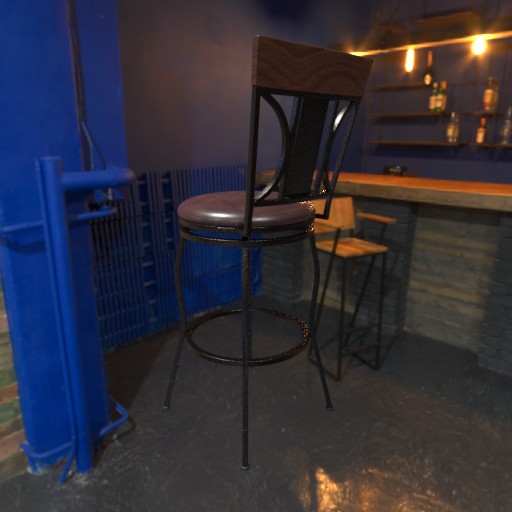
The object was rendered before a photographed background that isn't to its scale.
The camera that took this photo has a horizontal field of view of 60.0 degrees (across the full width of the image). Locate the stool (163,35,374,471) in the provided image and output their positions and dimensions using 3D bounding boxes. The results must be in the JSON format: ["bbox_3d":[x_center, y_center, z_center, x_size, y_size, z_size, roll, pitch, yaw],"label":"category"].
[{"bbox_3d":[0.000,0.000,1.379,0.448,1.130,0.513,-15,21,-42],"label":"stool"}]
